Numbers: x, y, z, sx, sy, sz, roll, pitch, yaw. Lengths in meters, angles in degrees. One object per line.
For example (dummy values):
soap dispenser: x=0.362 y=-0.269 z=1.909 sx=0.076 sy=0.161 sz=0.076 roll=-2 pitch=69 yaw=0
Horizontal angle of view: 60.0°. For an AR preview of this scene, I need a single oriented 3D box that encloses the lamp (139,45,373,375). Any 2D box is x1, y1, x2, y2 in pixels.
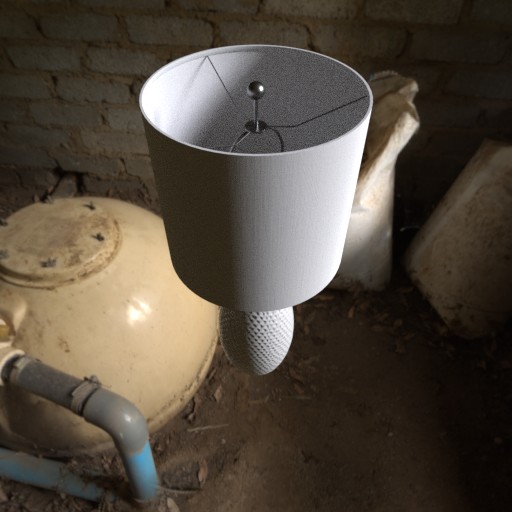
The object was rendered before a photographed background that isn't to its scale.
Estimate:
lamp: x=0.000 y=0.000 z=0.577 sx=0.214 sy=0.466 sz=0.214 roll=-23 pitch=51 yaw=-20
